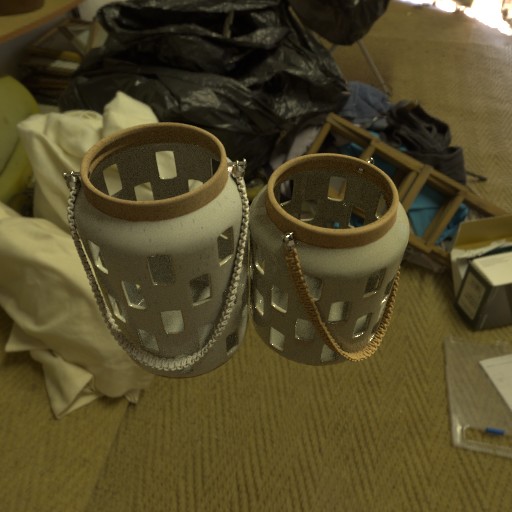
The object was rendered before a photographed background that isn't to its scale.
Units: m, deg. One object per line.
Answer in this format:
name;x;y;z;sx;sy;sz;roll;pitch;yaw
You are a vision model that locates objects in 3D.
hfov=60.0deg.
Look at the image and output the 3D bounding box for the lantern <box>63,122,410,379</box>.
lantern;0.000;0.000;0.487;0.347;0.255;0.184;-5;46;-4
